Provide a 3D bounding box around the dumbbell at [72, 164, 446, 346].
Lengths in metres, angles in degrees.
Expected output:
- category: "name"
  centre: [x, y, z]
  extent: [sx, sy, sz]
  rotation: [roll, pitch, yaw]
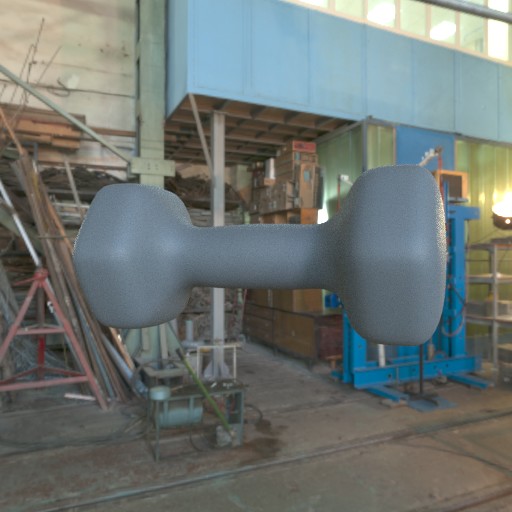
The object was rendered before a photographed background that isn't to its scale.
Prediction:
- category: "dumbbell"
  centre: [0.000, 0.000, 0.234]
  extent: [0.184, 0.081, 0.090]
  rotation: [0, -1, 20]
